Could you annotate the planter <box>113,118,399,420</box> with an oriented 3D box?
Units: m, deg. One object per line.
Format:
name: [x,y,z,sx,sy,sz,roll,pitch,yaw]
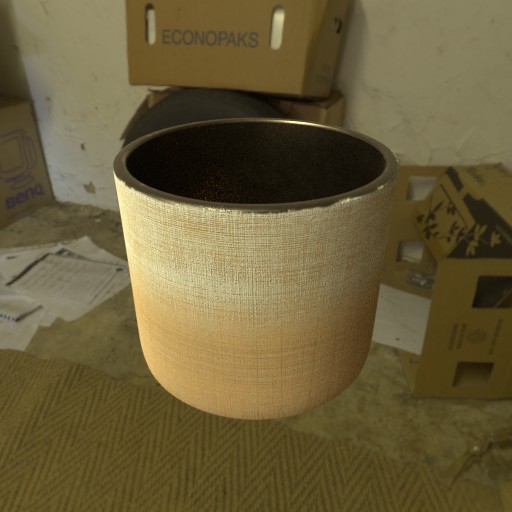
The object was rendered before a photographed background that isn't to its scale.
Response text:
planter: [0.000,0.000,0.455,0.254,0.221,0.254,0,31,0]
